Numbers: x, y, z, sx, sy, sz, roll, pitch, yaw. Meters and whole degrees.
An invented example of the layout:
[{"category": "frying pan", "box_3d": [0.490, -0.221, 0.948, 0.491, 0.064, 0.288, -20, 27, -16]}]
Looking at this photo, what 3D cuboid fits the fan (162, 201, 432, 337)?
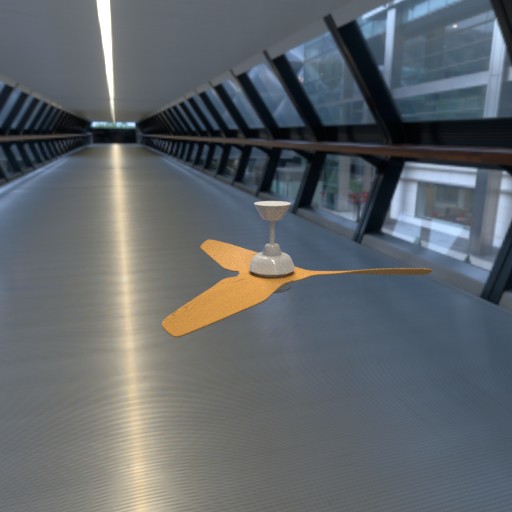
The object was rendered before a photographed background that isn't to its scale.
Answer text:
[{"category": "fan", "box_3d": [0.000, 0.000, 1.641, 1.142, 0.355, 1.010, 7, 16, 26]}]
